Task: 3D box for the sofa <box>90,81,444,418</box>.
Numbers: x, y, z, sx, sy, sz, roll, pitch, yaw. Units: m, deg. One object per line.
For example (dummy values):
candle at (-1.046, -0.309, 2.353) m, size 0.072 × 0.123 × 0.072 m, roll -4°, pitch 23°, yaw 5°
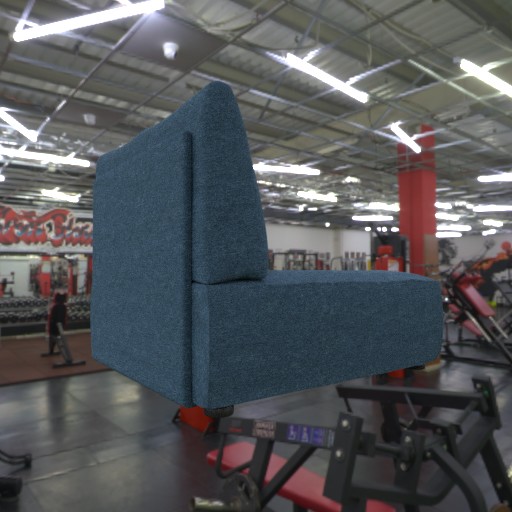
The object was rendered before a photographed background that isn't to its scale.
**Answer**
sofa at (0.000, 0.000, 1.682) m, size 1.000 × 0.820 × 0.930 m, roll 1°, pitch -3°, yaw -36°
